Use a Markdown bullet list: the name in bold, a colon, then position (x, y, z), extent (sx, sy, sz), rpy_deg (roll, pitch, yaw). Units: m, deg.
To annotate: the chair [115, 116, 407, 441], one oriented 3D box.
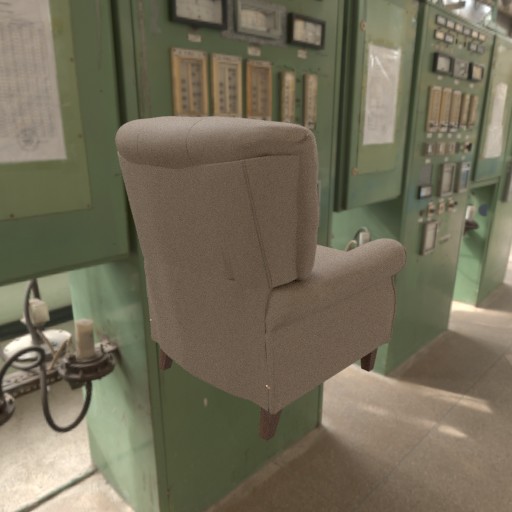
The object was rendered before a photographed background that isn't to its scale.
- **chair**: position (0.000, 0.000, 1.908), extent (1.041, 1.138, 0.999), rpy_deg (-15, 22, -42)
